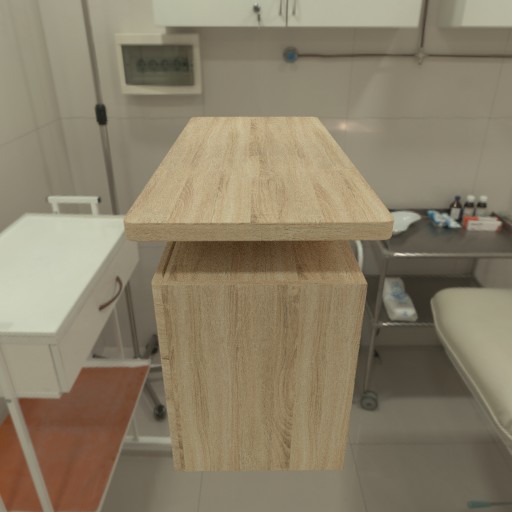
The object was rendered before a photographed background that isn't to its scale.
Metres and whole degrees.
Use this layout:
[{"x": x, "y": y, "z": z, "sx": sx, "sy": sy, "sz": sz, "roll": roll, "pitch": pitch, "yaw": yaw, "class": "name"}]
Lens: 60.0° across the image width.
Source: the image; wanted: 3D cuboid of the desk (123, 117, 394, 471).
[{"x": 0.000, "y": 0.000, "z": 1.584, "sx": 0.550, "sy": 0.760, "sz": 1.200, "roll": 0, "pitch": 27, "yaw": -1, "class": "desk"}]
